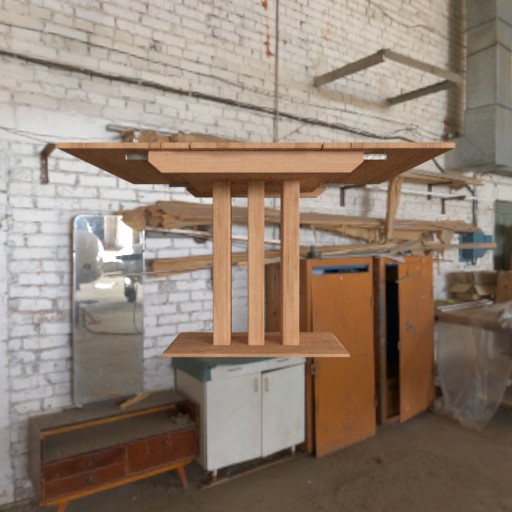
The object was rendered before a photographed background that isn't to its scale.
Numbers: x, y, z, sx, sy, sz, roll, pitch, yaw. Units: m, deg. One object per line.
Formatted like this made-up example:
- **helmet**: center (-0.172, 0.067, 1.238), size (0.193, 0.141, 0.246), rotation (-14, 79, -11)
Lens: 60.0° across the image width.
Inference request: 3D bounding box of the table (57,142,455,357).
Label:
- **table**: center (0.000, 0.000, 1.905), size (1.300, 0.770, 0.900), rotation (0, 2, 0)
